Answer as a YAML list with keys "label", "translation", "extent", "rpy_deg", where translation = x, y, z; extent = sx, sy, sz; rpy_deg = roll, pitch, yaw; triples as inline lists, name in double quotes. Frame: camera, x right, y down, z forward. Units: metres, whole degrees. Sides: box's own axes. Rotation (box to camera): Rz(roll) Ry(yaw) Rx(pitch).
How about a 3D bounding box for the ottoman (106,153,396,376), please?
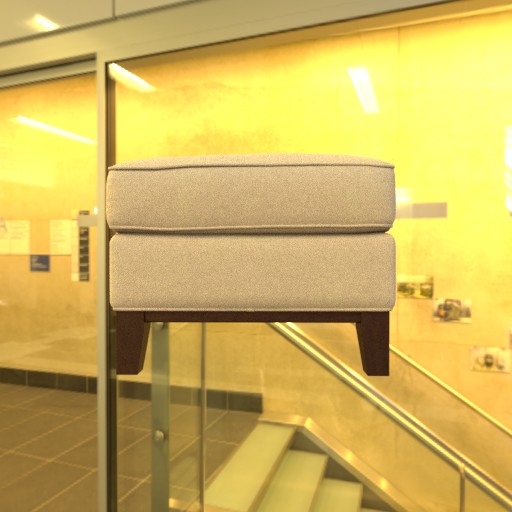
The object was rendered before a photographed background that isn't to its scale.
- label: "ottoman"
  translation: [0.000, 0.000, 1.513]
  extent: [0.648, 0.508, 1.143]
  rpy_deg: [0, 1, 1]
